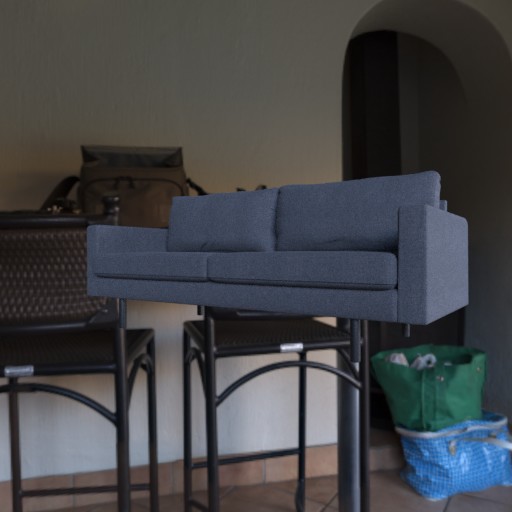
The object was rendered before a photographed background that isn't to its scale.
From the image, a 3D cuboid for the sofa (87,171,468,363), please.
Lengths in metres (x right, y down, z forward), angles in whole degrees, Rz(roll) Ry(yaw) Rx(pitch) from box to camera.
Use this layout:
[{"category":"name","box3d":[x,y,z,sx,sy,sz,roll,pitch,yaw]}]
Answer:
[{"category":"sofa","box3d":[0.000,0.000,2.560,2.100,0.880,0.880,0,0,35]}]
